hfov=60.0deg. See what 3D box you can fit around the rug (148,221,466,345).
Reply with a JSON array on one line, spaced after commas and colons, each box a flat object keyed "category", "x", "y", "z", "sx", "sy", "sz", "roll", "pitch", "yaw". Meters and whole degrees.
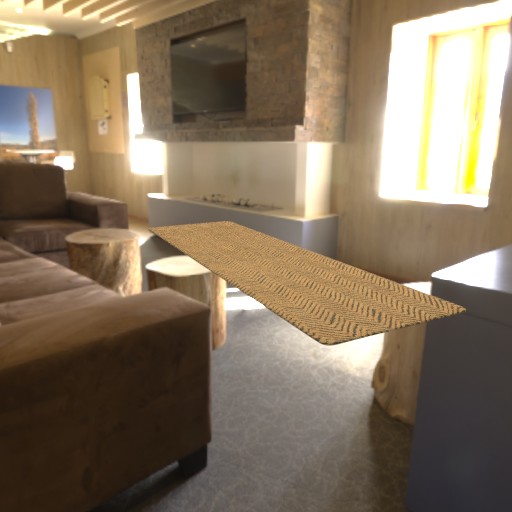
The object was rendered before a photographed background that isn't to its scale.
[{"category": "rug", "x": 0.000, "y": 0.000, "z": 2.556, "sx": 0.686, "sy": 0.008, "sz": 2.286, "roll": -7, "pitch": 16, "yaw": -27}]
